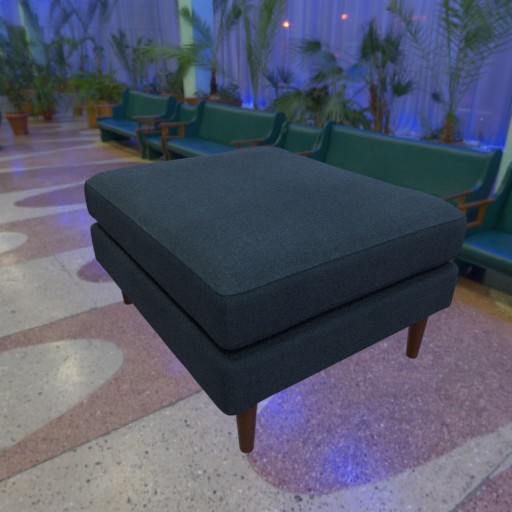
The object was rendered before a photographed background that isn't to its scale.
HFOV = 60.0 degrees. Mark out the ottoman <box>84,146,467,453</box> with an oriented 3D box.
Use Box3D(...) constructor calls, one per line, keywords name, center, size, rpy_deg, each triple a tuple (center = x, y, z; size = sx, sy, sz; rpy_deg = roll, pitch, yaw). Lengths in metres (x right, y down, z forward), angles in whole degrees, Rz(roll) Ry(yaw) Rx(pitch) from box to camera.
Box3D(name="ottoman", center=(0.000, 0.000, 1.245), size=(0.693, 0.474, 0.821), rpy_deg=(-17, 30, -31))
